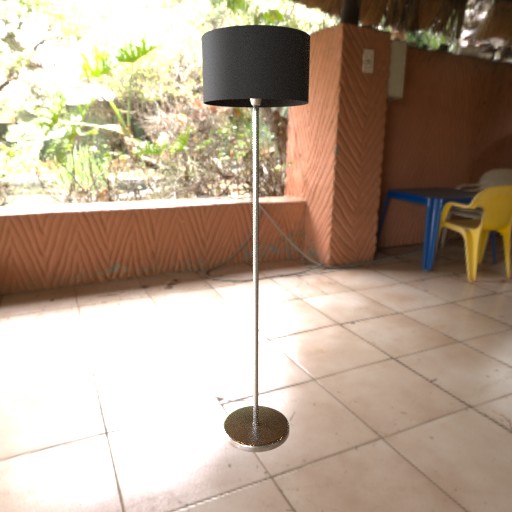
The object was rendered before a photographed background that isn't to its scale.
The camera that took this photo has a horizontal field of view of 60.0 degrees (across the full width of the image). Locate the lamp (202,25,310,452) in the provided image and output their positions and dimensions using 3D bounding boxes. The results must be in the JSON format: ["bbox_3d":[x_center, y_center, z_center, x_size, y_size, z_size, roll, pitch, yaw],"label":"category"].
[{"bbox_3d":[0.000,0.000,1.605,0.348,1.443,0.348,-7,16,-25],"label":"lamp"}]
